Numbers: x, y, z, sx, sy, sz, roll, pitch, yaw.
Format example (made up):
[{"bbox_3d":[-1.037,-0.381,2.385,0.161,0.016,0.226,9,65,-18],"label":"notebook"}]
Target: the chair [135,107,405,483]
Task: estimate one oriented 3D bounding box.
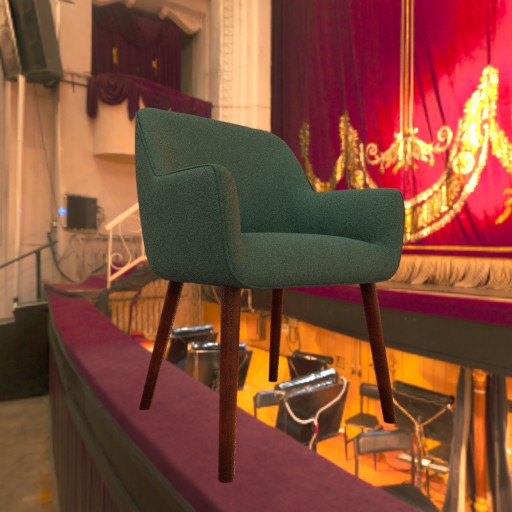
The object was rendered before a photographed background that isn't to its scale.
[{"bbox_3d":[0.000,0.000,1.124,0.543,0.803,0.519,0,0,-36],"label":"chair"}]
